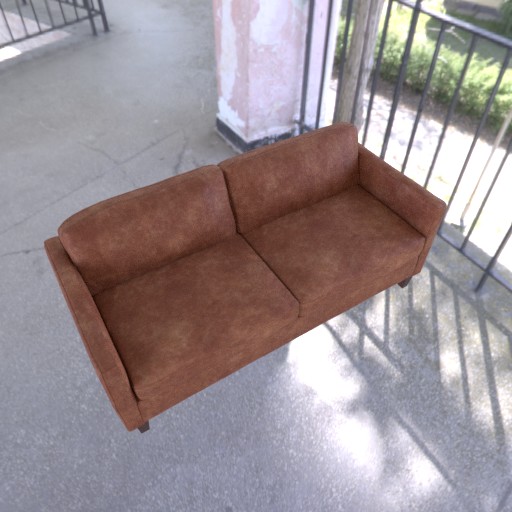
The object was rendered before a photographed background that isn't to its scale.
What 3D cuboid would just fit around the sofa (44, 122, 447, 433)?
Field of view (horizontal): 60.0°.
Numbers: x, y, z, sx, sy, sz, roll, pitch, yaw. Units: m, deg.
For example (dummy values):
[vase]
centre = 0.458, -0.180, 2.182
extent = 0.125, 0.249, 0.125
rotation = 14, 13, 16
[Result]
[sofa]
centre = 0.000, 0.000, 2.479
extent = 1.971, 0.863, 0.923
rotation = -24, 50, -22
